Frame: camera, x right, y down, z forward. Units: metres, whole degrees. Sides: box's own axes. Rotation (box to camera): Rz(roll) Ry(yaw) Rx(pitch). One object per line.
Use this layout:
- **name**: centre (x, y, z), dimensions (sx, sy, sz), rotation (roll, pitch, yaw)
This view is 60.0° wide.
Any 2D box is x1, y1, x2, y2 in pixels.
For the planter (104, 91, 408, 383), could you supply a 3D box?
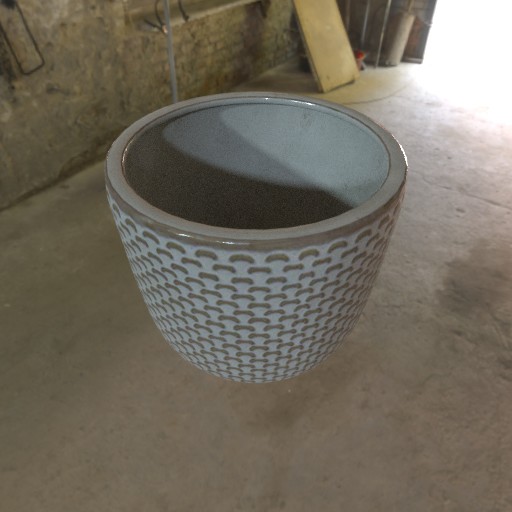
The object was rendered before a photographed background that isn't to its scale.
- **planter**: centre (0.000, 0.000, 0.354), dimensions (0.197, 0.191, 0.197), rotation (0, 42, 0)
